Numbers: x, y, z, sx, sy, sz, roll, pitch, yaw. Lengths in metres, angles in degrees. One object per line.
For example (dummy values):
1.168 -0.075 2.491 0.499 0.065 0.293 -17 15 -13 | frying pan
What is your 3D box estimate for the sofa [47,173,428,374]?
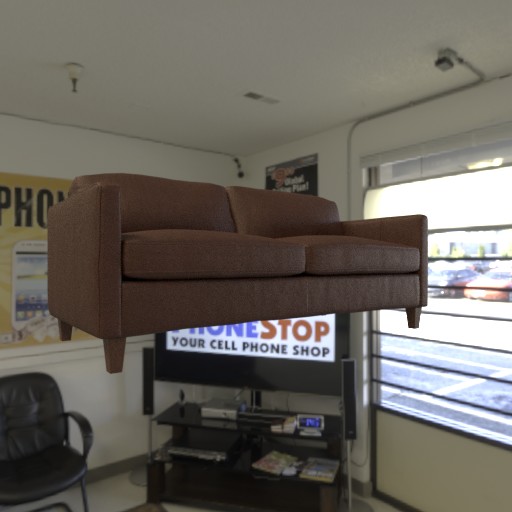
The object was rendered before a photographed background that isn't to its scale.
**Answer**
0.000 0.000 2.444 1.971 0.863 0.923 0 -1 -35 | sofa
